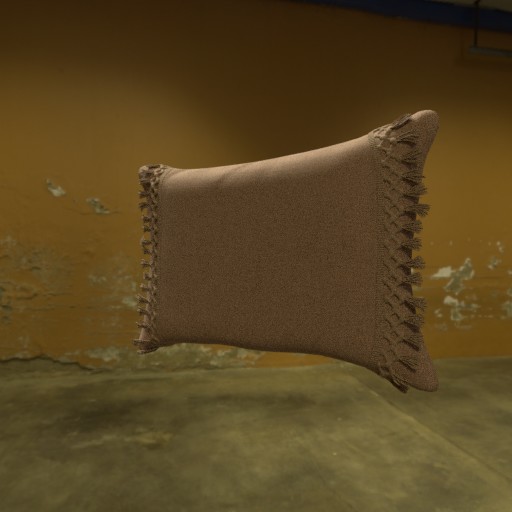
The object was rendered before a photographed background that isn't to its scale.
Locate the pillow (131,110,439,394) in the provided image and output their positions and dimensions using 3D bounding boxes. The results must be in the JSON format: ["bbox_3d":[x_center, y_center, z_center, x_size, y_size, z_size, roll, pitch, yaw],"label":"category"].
[{"bbox_3d":[0.000,0.000,0.593,0.466,0.305,0.084,-1,-2,35],"label":"pillow"}]
